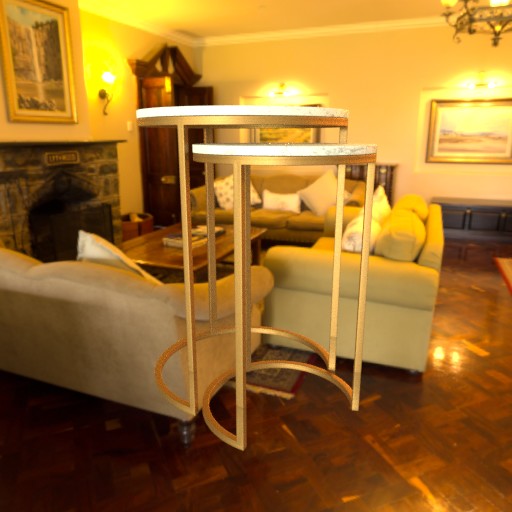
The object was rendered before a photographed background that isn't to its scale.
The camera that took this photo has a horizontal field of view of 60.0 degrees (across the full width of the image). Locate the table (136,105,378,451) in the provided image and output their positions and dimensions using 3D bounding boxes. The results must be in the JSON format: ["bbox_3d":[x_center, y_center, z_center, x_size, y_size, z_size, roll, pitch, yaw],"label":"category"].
[{"bbox_3d":[0.000,0.000,0.883,0.400,0.550,0.507,-8,17,-26],"label":"table"}]
